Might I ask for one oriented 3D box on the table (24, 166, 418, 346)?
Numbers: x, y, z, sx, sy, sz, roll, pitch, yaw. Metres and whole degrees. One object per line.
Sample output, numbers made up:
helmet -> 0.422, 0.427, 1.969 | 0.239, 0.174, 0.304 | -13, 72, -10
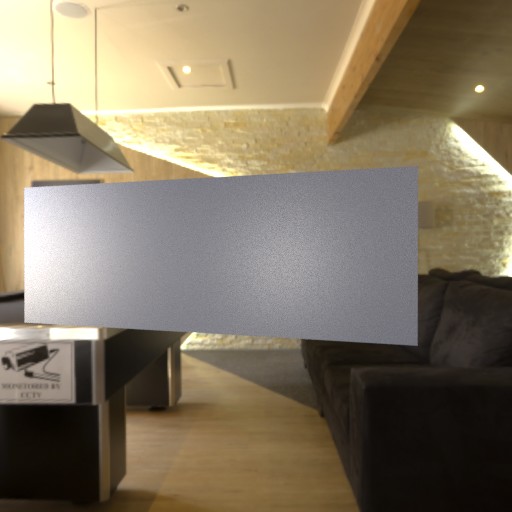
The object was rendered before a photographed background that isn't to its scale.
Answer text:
table -> 0.000, 0.000, 1.221 | 0.801, 0.299, 0.801 | 0, 0, 17
